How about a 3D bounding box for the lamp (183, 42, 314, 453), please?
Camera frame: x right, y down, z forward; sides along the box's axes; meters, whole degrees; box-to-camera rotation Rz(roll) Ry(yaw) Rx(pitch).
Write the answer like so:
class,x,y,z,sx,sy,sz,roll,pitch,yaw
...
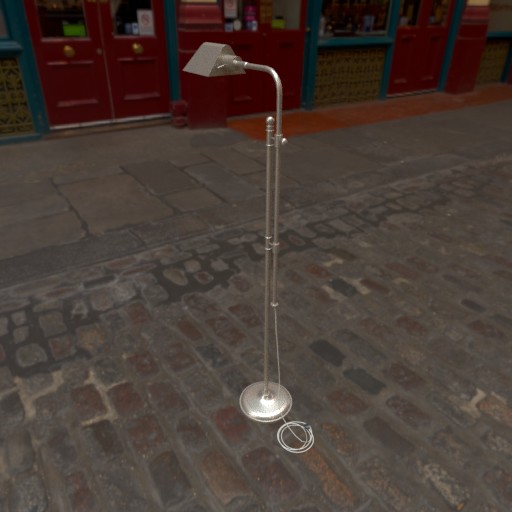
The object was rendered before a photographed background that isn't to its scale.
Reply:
class,x,y,z,sx,sy,sz,roll,pitch,yaw
lamp,0.000,0.000,1.849,0.256,1.571,0.813,-18,34,-29
